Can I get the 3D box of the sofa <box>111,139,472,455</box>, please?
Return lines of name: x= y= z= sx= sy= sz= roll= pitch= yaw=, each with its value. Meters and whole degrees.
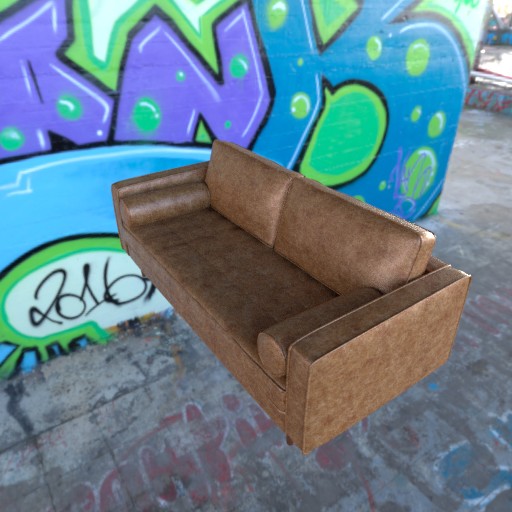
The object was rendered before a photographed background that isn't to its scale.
sofa: x=0.000 y=0.000 z=2.395 sx=0.924 sy=0.825 sz=1.920 roll=-20 pitch=36 yaw=-29
